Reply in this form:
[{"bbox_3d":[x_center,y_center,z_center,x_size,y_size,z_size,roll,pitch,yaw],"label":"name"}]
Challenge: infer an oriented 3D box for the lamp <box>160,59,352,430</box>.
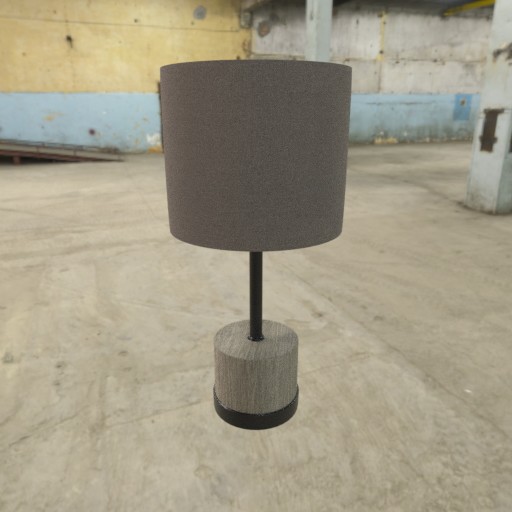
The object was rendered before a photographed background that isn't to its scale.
[{"bbox_3d":[0.000,0.000,0.605,0.229,0.470,0.229,2,18,7],"label":"lamp"}]
